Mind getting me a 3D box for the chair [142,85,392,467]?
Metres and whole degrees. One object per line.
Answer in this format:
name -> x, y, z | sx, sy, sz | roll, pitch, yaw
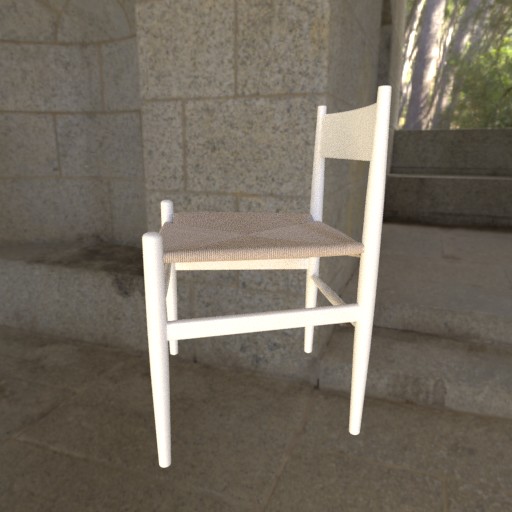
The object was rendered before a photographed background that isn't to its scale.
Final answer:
chair -> 0.000, 0.000, 1.117 | 0.495, 0.762, 0.556 | -2, 14, -8
